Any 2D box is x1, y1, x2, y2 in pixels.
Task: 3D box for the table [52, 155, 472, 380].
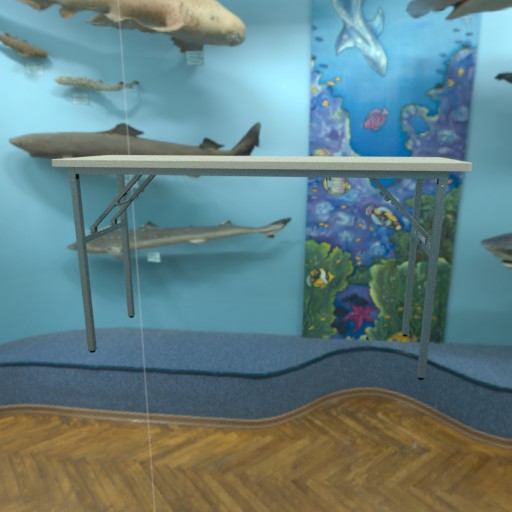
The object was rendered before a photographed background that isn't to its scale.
[{"bbox_3d":[0.000,0.000,1.741,1.397,0.750,0.446,2,15,9],"label":"table"}]
